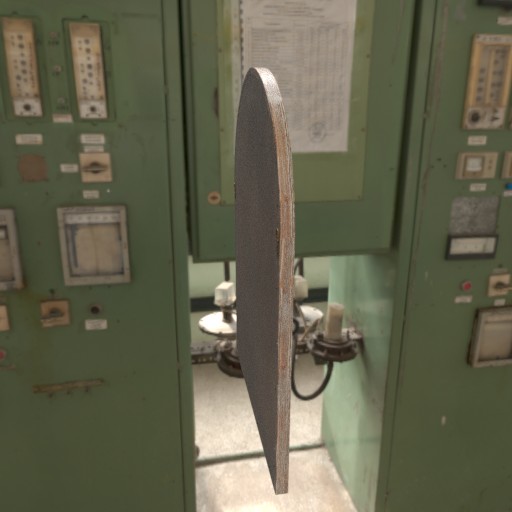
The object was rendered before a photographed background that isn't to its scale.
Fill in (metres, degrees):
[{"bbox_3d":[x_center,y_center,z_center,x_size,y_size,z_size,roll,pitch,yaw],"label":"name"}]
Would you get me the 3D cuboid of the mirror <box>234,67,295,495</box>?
[{"bbox_3d":[0.000,0.000,1.172,0.032,0.920,0.660,-3,17,-9],"label":"mirror"}]
